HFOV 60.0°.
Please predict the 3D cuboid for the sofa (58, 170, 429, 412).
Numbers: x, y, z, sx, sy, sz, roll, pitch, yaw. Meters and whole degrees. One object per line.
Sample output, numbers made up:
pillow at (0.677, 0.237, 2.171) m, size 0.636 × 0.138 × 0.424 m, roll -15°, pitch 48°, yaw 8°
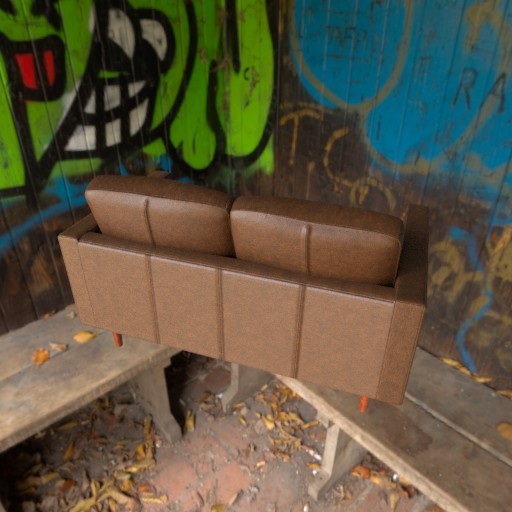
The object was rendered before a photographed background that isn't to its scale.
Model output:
sofa at (0.000, 0.000, 2.239) m, size 1.578 × 0.951 × 0.909 m, roll 10°, pitch 33°, yaw 16°
